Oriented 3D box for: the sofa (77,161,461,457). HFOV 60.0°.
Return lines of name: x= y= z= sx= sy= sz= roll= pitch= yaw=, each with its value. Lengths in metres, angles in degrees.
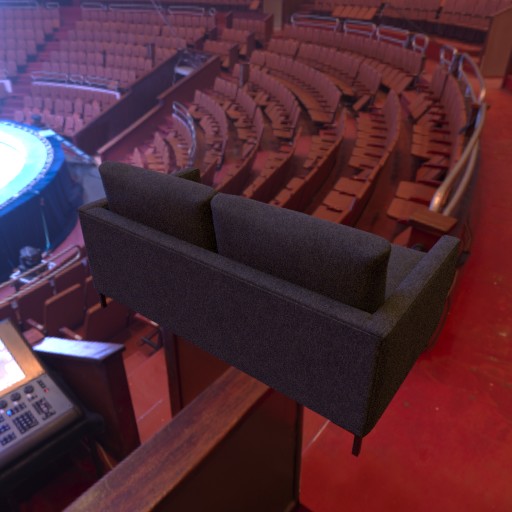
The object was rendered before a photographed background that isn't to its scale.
sofa: x=0.000 y=0.000 z=2.231 sx=1.716 sy=0.862 sz=0.866 roll=21 pitch=35 yaw=32
